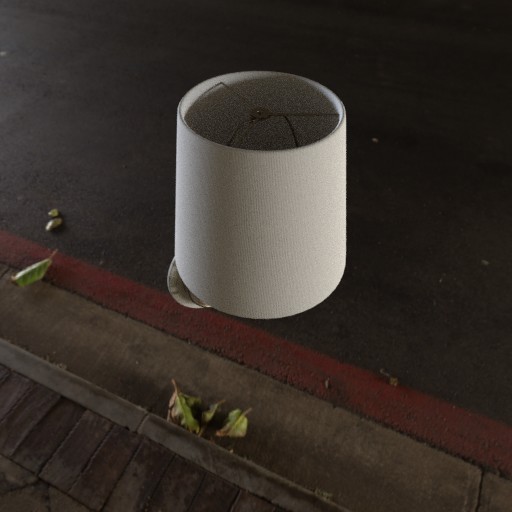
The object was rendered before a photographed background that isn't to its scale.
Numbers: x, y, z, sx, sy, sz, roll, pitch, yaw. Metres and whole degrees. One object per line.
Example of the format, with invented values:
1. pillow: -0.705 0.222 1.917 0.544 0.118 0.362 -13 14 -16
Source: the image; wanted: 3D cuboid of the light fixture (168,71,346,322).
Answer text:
1. light fixture: 0.000 0.000 0.461 0.168 0.337 0.188 -24 50 -22
